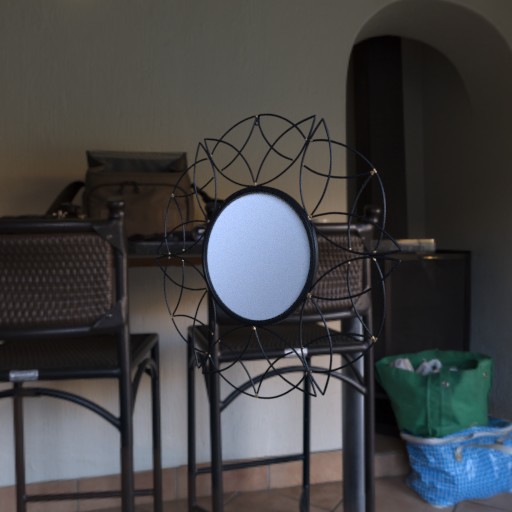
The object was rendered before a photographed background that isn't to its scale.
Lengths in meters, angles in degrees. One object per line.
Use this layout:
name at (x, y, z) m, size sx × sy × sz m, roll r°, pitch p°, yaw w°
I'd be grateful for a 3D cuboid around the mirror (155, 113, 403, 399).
mirror at (0.000, 0.000, 1.207) m, size 0.797 × 0.775 × 0.028 m, roll 0°, pitch -1°, yaw 36°
